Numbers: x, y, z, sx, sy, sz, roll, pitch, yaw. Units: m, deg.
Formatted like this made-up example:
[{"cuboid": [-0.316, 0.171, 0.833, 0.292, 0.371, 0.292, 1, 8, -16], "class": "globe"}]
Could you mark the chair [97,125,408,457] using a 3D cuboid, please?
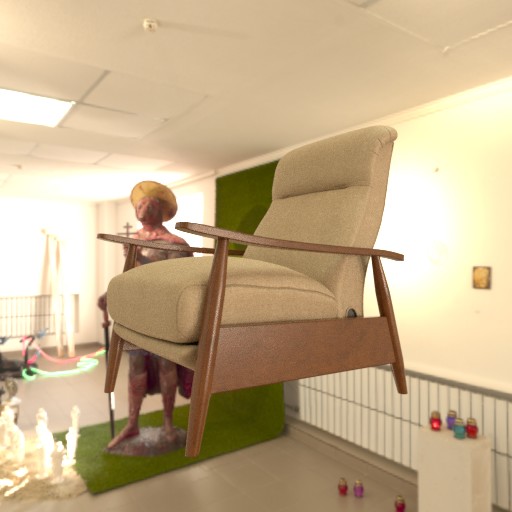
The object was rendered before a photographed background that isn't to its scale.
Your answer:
[{"cuboid": [0.000, 0.000, 1.764, 1.030, 1.082, 0.762, 0, 0, -36], "class": "chair"}]
